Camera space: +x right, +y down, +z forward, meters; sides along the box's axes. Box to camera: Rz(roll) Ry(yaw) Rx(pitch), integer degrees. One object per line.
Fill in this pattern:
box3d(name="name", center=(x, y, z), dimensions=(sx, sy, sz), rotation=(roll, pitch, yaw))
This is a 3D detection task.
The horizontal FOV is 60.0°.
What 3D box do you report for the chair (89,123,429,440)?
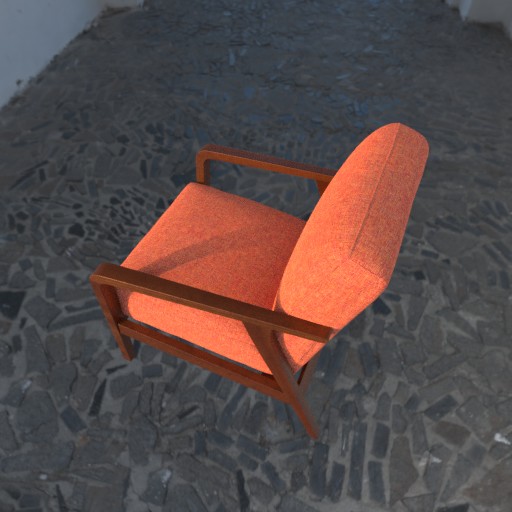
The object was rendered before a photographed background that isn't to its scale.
box3d(name="chair", center=(0.000, 0.000, 1.503), dimensions=(0.860, 0.890, 0.719), rotation=(18, 50, 15))
